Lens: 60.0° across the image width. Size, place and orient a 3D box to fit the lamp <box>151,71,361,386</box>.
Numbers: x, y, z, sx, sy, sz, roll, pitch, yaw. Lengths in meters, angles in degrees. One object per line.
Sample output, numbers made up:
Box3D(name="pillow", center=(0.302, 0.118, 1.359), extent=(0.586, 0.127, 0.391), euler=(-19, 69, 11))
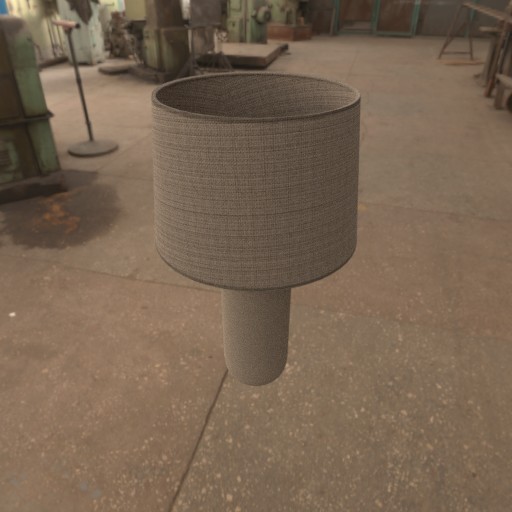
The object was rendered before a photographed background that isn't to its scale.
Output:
Box3D(name="lamp", center=(0.000, 0.000, 0.850), extent=(0.367, 0.609, 0.367), euler=(0, 32, 0))
